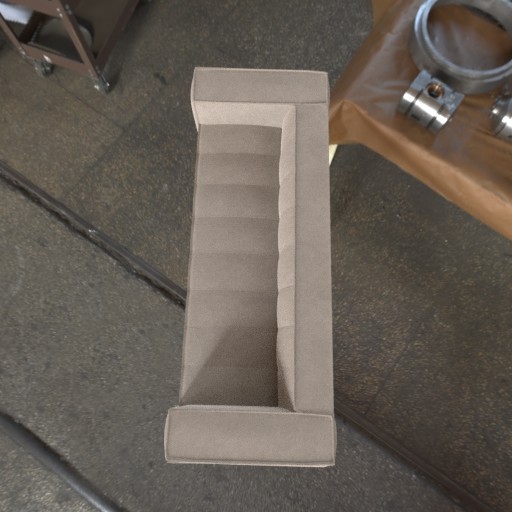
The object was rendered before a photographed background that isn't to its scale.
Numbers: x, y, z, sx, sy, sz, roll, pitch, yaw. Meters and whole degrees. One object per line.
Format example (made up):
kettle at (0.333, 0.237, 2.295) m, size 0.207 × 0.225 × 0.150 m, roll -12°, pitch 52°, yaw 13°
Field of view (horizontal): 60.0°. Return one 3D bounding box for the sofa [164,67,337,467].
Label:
sofa at (0.000, 0.000, 3.190) m, size 1.038 × 0.680 × 2.697 m, roll 2°, pitch 74°, yaw 0°
